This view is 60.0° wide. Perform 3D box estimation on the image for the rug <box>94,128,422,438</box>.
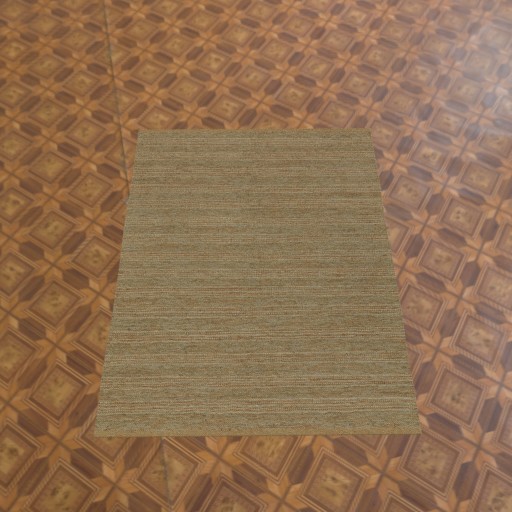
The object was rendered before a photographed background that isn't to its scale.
[{"bbox_3d":[0.000,0.000,4.014,2.471,0.012,3.034,0,63,0],"label":"rug"}]
